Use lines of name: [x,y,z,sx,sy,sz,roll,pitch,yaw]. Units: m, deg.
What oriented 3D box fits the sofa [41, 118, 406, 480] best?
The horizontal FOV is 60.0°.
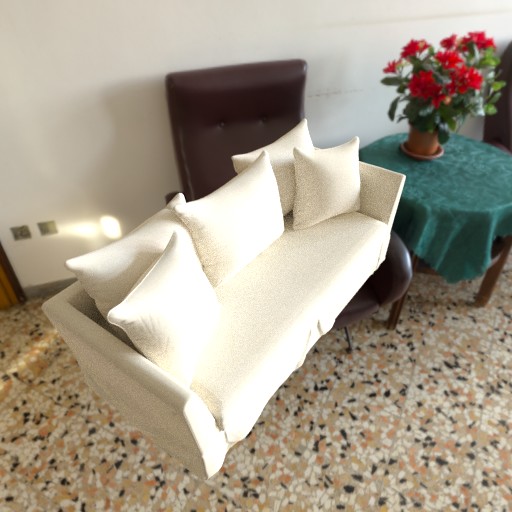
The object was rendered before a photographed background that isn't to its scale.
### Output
sofa: [0.000,0.000,2.805,1.031,1.034,2.290,25,46,27]
